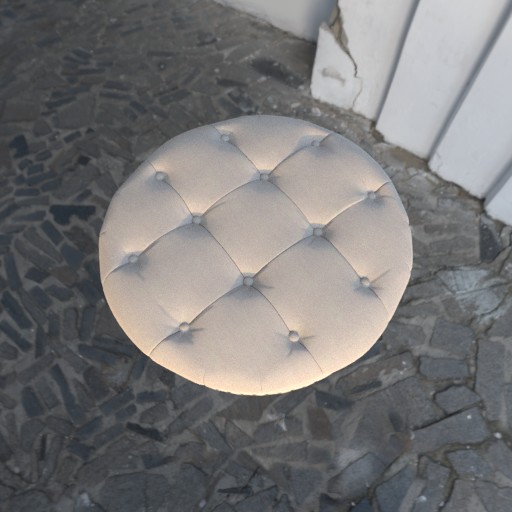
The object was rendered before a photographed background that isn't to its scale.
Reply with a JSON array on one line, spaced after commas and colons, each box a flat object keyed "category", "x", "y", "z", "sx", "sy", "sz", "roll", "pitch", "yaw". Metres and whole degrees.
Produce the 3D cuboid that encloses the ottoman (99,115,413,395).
[{"category": "ottoman", "x": 0.000, "y": 0.000, "z": 1.411, "sx": 0.901, "sy": 0.439, "sz": 0.901, "roll": 0, "pitch": 63, "yaw": 0}]
